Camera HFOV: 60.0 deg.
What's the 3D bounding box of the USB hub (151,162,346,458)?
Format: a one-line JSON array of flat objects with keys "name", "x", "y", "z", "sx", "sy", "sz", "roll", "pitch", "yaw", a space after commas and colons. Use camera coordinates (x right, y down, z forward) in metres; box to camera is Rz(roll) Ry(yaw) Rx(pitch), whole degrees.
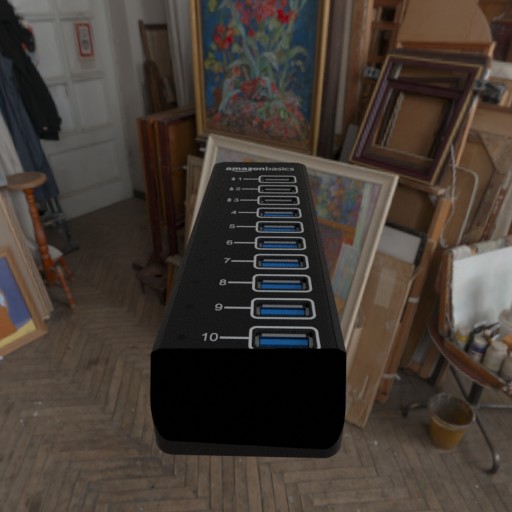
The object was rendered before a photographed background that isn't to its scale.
[{"name": "USB hub", "x": 0.000, "y": 0.000, "z": 0.159, "sx": 0.044, "sy": 0.023, "sz": 0.145, "roll": 1, "pitch": 30, "yaw": 1}]
